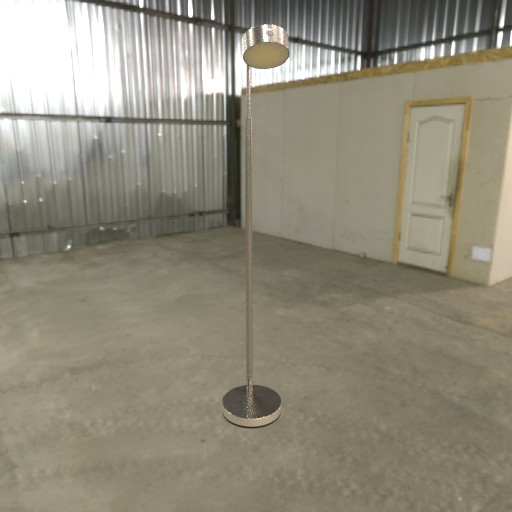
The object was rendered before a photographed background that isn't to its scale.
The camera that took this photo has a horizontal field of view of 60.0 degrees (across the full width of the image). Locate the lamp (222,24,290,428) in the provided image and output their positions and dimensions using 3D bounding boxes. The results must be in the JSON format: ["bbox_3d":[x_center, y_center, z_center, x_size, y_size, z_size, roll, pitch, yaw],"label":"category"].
[{"bbox_3d":[0.000,0.000,1.407,0.222,1.250,0.421,-2,15,-9],"label":"lamp"}]
